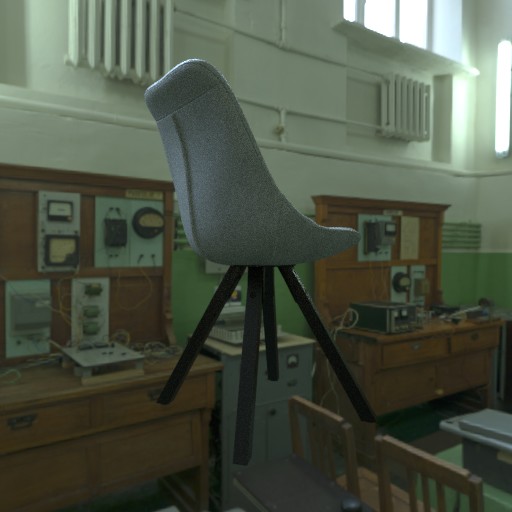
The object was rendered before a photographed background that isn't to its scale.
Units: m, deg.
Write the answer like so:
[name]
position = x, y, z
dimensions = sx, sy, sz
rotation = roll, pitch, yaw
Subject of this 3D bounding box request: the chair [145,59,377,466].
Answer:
[chair]
position = 0.000, 0.000, 1.186
dimensions = 0.550, 0.850, 0.485
rotation = -1, 2, -35
